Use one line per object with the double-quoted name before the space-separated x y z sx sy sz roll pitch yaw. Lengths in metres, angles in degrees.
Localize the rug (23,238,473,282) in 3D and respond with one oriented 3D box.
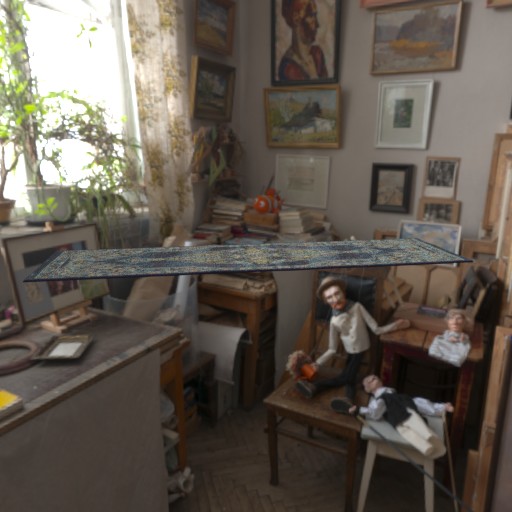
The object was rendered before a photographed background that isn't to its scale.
"rug" 0.000 0.000 2.499 2.283 0.016 0.602 -2 14 -9
